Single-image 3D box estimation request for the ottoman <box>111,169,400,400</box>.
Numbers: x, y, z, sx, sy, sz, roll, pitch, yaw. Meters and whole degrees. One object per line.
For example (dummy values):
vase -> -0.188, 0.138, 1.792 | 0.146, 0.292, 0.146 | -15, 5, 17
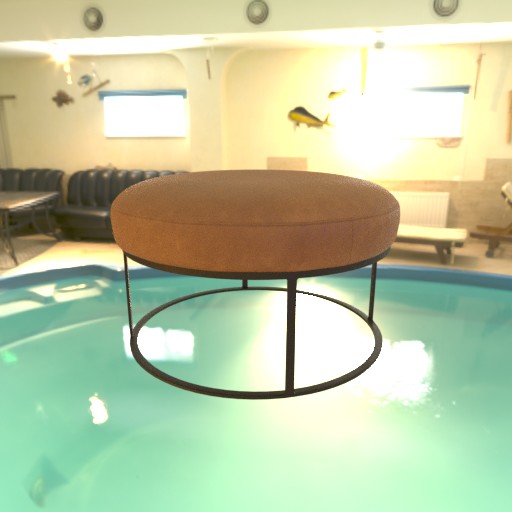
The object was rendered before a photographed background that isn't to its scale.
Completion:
ottoman -> 0.000, 0.000, 1.277 | 0.771, 0.460, 0.771 | 0, 15, 0
